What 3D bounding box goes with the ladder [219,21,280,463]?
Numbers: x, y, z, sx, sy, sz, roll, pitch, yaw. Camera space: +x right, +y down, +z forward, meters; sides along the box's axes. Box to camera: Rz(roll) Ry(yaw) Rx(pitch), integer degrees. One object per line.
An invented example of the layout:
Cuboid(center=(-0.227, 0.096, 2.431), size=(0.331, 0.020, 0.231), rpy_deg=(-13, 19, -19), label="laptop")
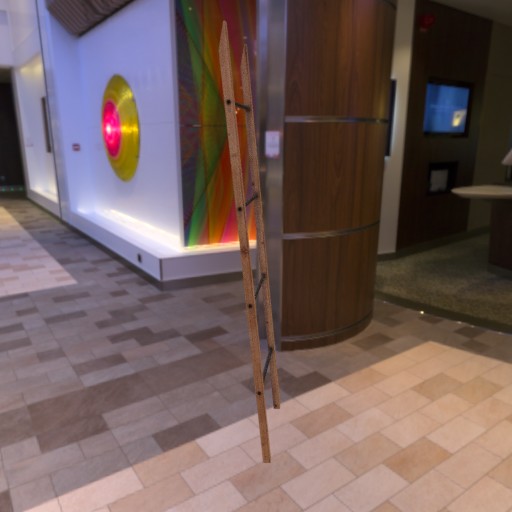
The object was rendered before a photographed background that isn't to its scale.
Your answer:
Cuboid(center=(0.000, 0.000, 1.974), size=(0.200, 1.805, 0.442), rpy_deg=(2, 15, 9), label="ladder")
